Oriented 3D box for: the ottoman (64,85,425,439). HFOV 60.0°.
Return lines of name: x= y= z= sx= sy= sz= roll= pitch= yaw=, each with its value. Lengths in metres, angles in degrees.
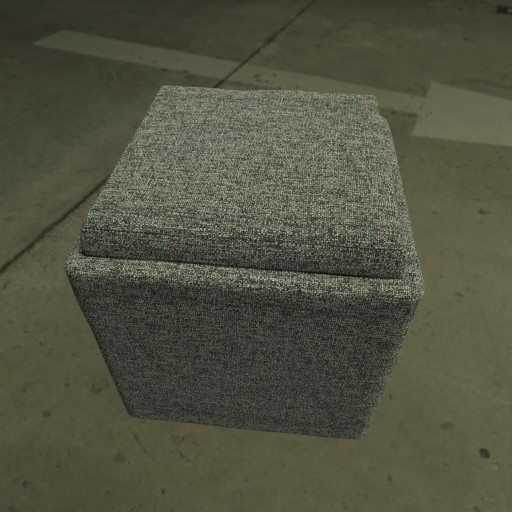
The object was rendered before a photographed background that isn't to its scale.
ottoman: x=0.000 y=0.000 z=0.801 sx=0.450 sy=0.463 sz=0.450 roll=4 pitch=45 yaw=4
